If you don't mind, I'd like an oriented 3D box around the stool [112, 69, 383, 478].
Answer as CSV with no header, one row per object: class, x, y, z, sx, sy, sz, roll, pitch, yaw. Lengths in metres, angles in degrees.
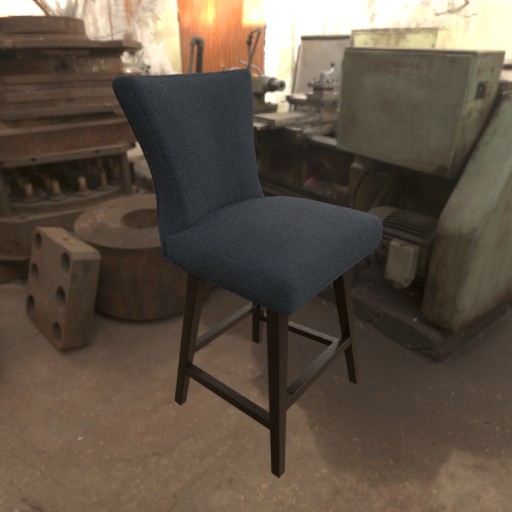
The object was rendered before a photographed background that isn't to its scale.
stool,0.000,0.000,1.316,0.574,1.000,0.514,18,31,34
